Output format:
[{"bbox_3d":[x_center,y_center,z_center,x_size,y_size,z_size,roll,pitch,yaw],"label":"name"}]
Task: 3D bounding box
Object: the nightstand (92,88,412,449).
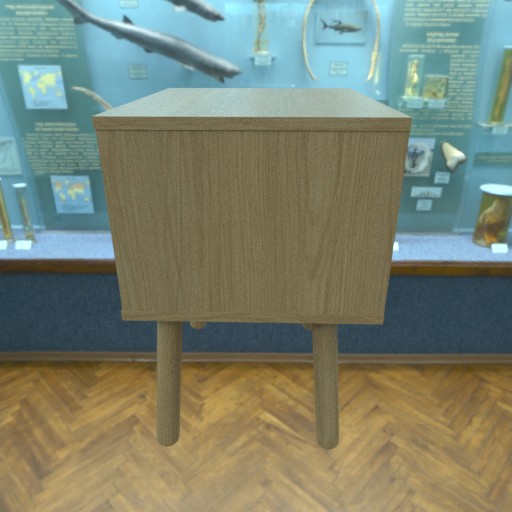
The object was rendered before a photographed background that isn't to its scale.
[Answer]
[{"bbox_3d":[0.000,0.000,0.849,0.380,0.571,0.450,1,25,1],"label":"nightstand"}]
